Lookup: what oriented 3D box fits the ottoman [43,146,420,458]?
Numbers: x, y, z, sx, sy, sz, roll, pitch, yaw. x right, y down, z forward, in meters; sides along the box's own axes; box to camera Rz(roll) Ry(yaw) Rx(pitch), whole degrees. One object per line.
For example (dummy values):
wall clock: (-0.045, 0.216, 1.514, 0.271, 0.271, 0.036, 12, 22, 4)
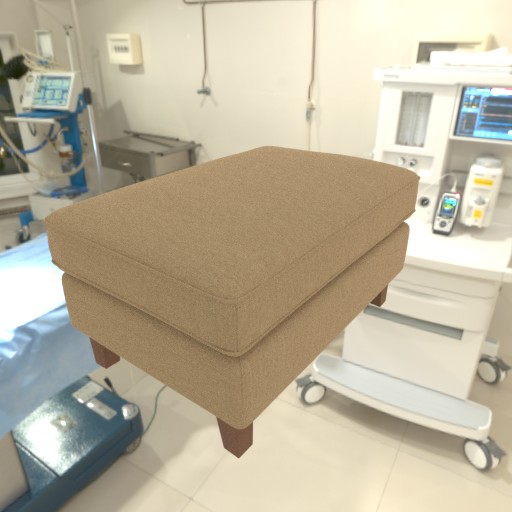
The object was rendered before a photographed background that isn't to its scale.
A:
ottoman: (0.000, 0.000, 1.316, 0.636, 0.521, 0.945, 19, 32, 33)
